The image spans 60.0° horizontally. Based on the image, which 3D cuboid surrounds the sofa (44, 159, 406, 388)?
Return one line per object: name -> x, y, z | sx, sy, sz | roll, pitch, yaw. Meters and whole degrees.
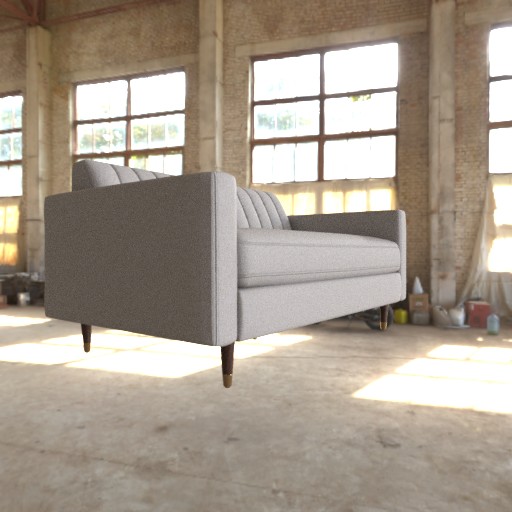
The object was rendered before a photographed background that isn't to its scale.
sofa -> 0.000, 0.000, 2.119 | 0.950, 0.801, 1.585 | 0, 1, 37
